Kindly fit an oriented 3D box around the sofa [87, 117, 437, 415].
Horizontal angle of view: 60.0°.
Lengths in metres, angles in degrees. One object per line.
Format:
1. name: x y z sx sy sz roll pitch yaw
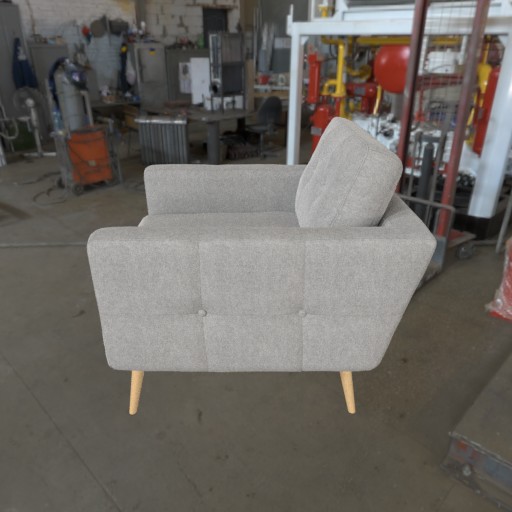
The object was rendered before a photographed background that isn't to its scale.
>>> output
1. sofa: 0.000 0.000 1.530 0.920 0.860 0.770 0 26 0
